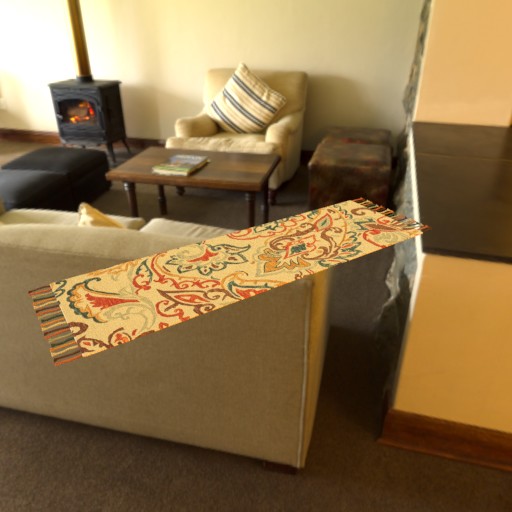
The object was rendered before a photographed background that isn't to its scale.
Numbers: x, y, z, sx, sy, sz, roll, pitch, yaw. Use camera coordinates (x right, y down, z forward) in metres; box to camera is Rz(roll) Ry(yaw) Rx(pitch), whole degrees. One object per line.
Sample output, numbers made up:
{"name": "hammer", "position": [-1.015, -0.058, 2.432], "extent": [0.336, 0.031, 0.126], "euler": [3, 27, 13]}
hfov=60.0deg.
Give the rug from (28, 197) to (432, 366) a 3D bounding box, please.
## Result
{"name": "rug", "position": [0.000, 0.000, 2.944], "extent": [2.682, 0.015, 0.763], "euler": [-18, 33, -29]}
